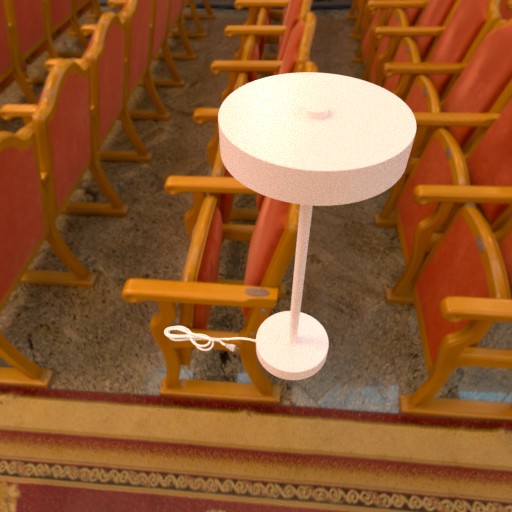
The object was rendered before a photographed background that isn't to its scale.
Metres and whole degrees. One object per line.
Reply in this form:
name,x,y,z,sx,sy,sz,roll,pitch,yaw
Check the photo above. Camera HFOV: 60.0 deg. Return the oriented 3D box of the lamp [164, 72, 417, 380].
lamp,0.000,0.000,0.698,0.369,0.508,0.229,4,46,4
